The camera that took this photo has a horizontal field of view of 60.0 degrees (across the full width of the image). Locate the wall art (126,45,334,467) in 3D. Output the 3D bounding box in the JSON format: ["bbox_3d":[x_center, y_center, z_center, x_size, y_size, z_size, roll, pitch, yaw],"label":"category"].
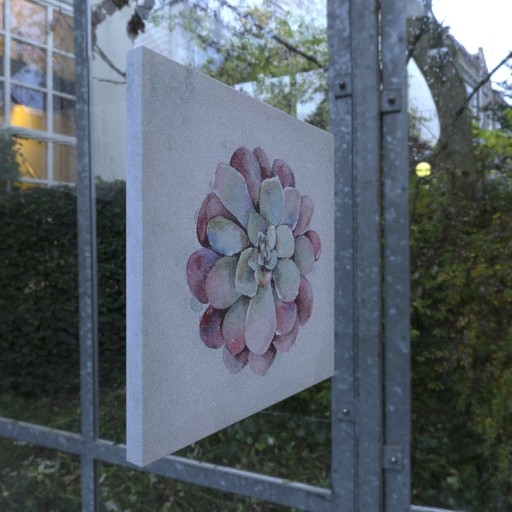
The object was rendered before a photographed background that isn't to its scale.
[{"bbox_3d":[0.000,0.000,0.889,0.044,0.605,0.605,0,0,37],"label":"wall art"}]
